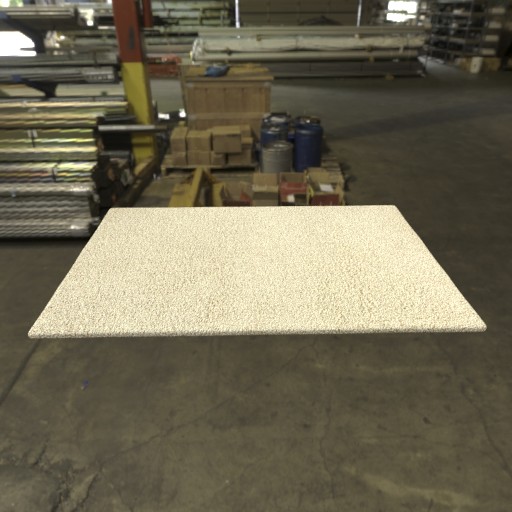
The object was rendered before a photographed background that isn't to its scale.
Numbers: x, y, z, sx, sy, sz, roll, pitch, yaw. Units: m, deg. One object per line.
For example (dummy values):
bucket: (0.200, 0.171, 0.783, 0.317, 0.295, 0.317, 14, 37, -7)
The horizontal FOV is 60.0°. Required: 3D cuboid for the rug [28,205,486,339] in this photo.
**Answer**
rug: (0.000, 0.000, 2.239, 1.778, 0.030, 1.219, -1, 29, -1)
